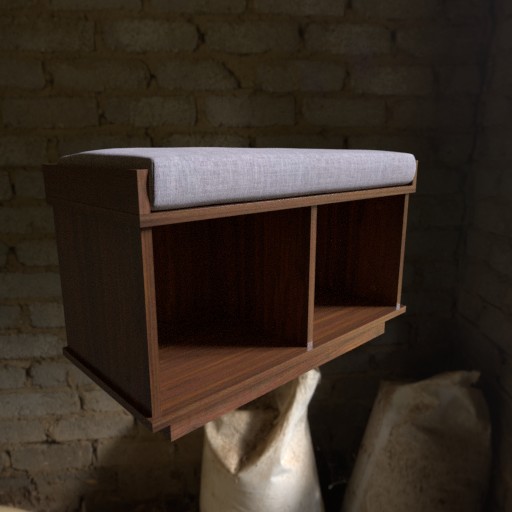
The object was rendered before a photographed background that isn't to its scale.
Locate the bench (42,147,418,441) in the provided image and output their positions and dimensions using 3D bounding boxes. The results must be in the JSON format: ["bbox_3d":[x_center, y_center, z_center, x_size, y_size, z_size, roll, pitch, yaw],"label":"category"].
[{"bbox_3d":[0.000,0.000,0.973,0.734,0.461,0.362,-12,18,-42],"label":"bench"}]
